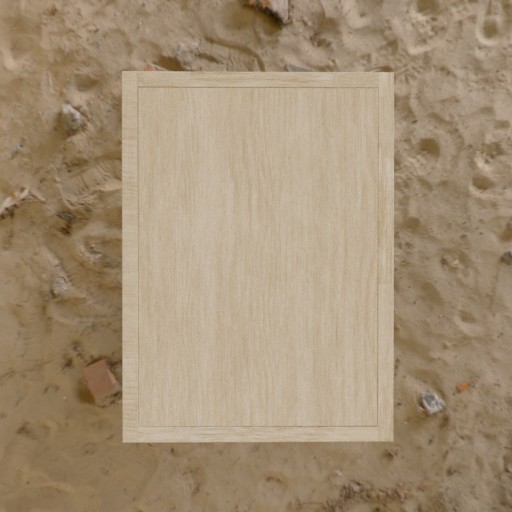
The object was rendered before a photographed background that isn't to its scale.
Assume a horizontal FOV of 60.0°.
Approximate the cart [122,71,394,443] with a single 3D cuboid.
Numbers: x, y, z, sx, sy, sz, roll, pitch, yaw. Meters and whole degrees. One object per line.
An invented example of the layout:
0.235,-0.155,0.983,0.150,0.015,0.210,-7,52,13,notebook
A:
0.000,0.000,1.368,0.559,0.914,0.762,0,90,-1,cart
